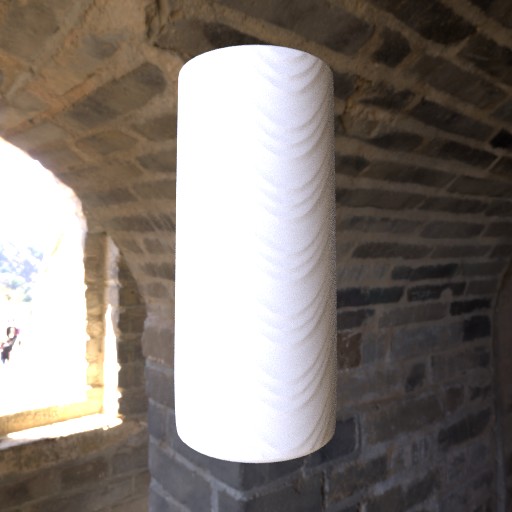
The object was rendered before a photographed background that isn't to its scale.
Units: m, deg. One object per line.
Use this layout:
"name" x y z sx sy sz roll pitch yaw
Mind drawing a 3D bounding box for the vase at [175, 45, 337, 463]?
"vase" 0.000 0.000 0.398 0.143 0.316 0.143 0 -1 0
